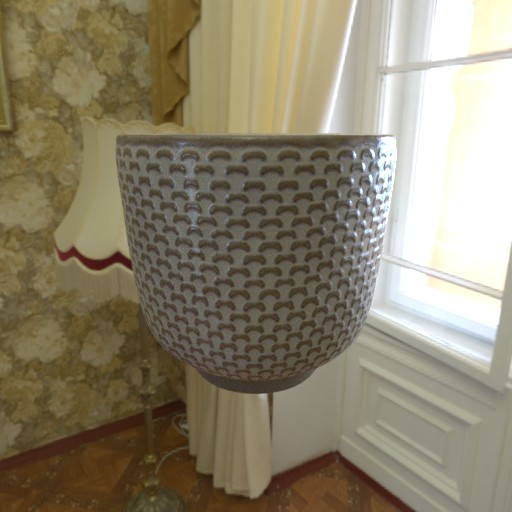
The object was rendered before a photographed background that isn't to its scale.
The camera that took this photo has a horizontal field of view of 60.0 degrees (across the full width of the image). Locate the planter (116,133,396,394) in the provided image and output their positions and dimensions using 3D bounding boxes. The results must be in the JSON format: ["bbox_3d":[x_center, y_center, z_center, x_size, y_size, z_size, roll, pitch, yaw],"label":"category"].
[{"bbox_3d":[0.000,0.000,0.244,0.139,0.130,0.139,0,16,0],"label":"planter"}]
